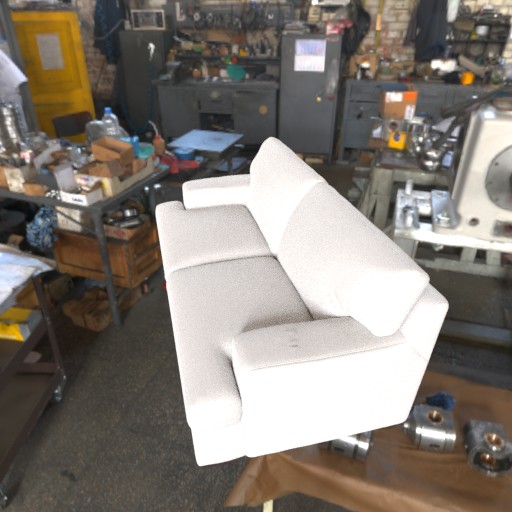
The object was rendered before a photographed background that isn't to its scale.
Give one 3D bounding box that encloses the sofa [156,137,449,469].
[{"bbox_3d":[0.000,0.000,2.788,1.143,0.940,2.261,-7,31,-13],"label":"sofa"}]
